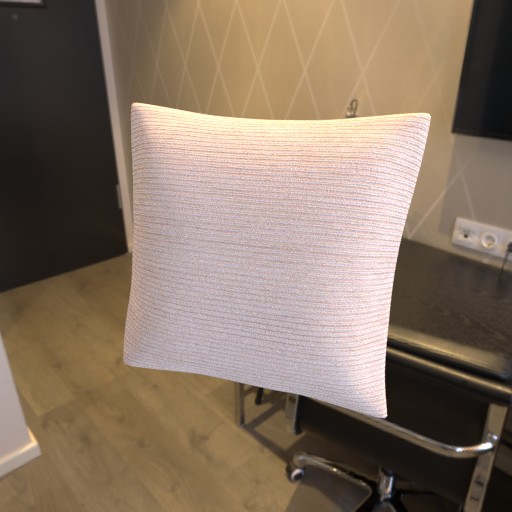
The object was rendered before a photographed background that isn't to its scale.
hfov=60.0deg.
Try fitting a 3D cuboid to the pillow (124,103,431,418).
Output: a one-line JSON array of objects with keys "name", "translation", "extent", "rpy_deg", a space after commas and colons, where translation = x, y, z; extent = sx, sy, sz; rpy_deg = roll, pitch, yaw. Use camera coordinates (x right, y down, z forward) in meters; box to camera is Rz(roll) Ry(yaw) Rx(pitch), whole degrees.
[{"name": "pillow", "translation": [0.000, 0.000, 0.645], "extent": [0.424, 0.401, 0.177], "rpy_deg": [7, 26, 15]}]
